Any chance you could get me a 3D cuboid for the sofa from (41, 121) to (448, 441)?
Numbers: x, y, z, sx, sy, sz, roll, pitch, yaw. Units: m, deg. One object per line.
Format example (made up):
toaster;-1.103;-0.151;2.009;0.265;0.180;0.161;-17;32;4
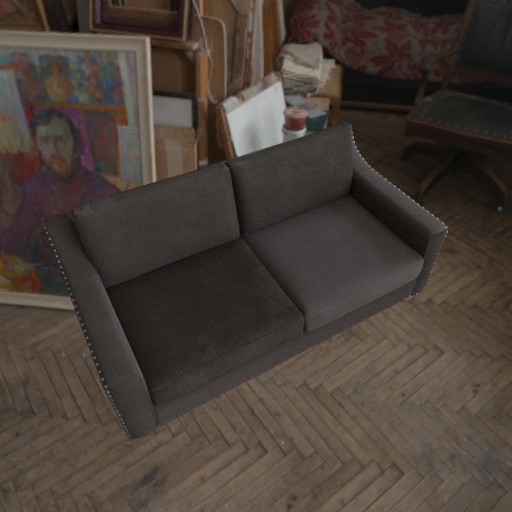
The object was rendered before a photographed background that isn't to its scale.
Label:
sofa;0.000;0.000;3.270;2.550;1.196;1.336;-22;50;-20
